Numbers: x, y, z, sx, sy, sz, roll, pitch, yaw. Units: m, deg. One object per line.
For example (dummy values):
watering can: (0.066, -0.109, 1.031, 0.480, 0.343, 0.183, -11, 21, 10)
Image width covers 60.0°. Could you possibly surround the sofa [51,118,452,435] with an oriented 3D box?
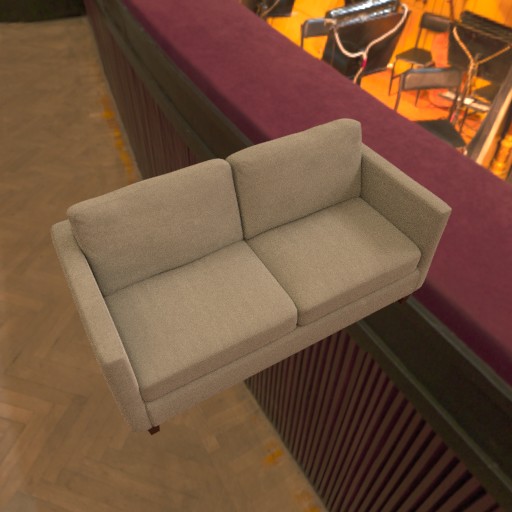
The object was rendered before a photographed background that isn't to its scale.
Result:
sofa: (0.000, 0.000, 2.449, 1.884, 0.963, 0.950, -22, 50, -20)
